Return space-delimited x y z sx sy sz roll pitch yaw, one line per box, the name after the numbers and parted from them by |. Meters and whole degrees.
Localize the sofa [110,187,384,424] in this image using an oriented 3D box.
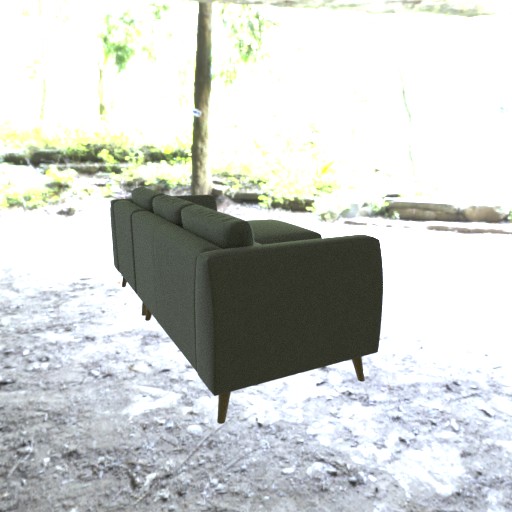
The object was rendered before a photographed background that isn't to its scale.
0.000 0.000 3.085 1.580 0.860 2.300 -7 16 -26 | sofa
